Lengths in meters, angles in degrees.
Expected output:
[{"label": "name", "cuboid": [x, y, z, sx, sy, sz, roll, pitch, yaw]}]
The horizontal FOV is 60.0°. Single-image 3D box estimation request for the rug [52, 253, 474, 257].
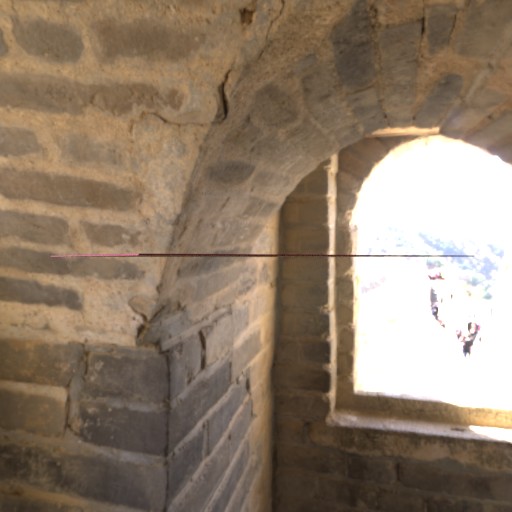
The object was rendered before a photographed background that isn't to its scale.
[{"label": "rug", "cuboid": [0.000, 0.000, 3.888, 2.929, 0.012, 2.300, 0, 0, -34]}]
